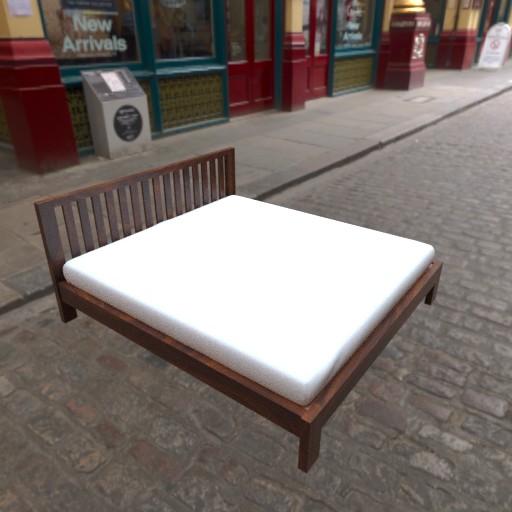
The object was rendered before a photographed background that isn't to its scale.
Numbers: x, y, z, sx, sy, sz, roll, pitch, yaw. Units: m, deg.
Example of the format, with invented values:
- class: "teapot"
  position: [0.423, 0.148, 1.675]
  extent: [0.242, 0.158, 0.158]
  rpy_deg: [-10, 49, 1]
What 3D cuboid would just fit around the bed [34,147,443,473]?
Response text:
- class: "bed"
  position: [0.000, 0.000, 3.088]
  extent: [2.030, 0.890, 1.905]
  rpy_deg: [19, 32, 33]
